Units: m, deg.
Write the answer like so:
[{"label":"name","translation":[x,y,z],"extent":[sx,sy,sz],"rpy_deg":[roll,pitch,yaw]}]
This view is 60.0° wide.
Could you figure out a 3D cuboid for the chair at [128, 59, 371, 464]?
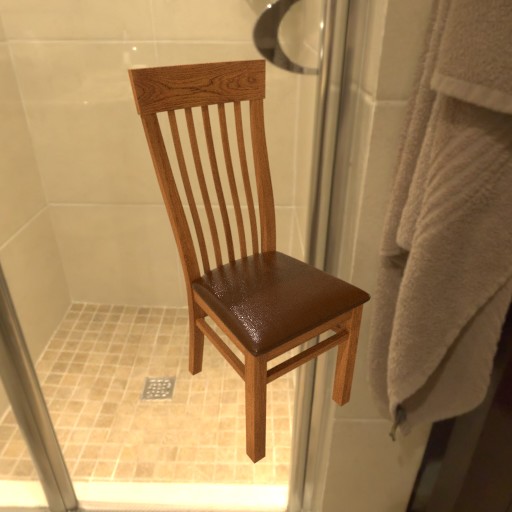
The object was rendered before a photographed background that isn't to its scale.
[{"label":"chair","translation":[0.000,0.000,1.368],"extent":[0.450,1.050,0.580],"rpy_deg":[-20,35,-31]}]
